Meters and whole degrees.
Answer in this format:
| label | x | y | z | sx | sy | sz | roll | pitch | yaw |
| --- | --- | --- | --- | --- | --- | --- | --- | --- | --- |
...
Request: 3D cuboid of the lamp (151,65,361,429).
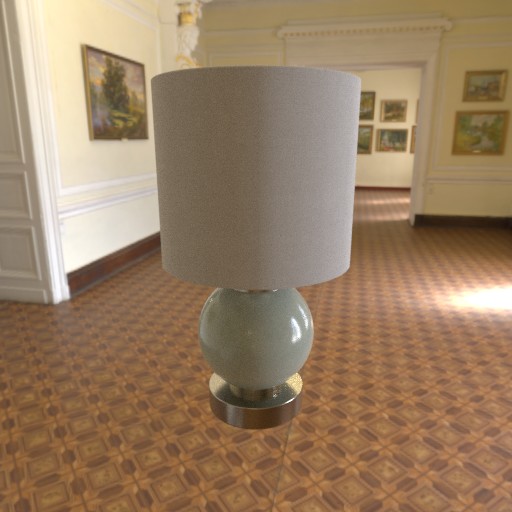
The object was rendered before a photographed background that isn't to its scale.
| label | x | y | z | sx | sy | sz | roll | pitch | yaw |
| --- | --- | --- | --- | --- | --- | --- | --- | --- | --- |
| lamp | 0.000 | 0.000 | 0.478 | 0.201 | 0.353 | 0.201 | 7 | 16 | 24 |
